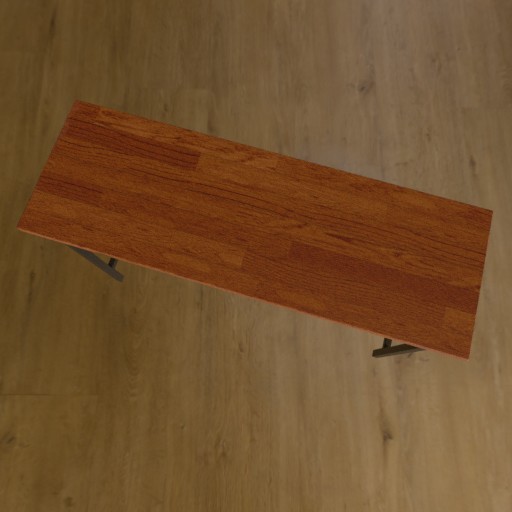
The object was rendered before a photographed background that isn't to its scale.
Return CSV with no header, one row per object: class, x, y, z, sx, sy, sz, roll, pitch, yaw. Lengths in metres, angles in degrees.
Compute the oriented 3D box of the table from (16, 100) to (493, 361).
table,0.000,0.000,1.534,1.204,0.740,0.408,16,75,4
